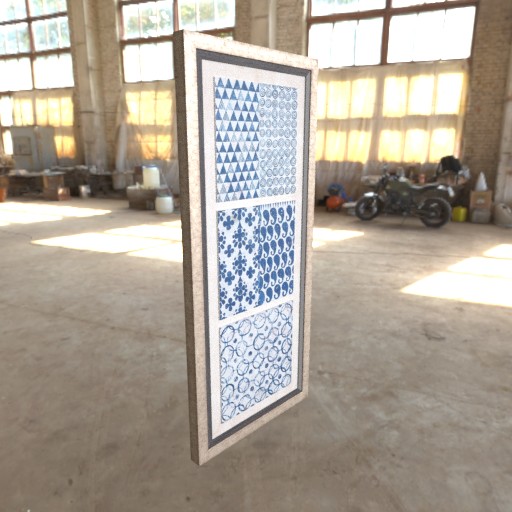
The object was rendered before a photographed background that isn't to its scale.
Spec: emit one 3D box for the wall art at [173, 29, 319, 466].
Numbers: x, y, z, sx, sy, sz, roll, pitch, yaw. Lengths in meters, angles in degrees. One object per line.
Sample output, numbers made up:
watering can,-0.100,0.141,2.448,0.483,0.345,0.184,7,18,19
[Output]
wall art,0.000,0.000,1.684,0.051,1.461,0.648,13,19,42
